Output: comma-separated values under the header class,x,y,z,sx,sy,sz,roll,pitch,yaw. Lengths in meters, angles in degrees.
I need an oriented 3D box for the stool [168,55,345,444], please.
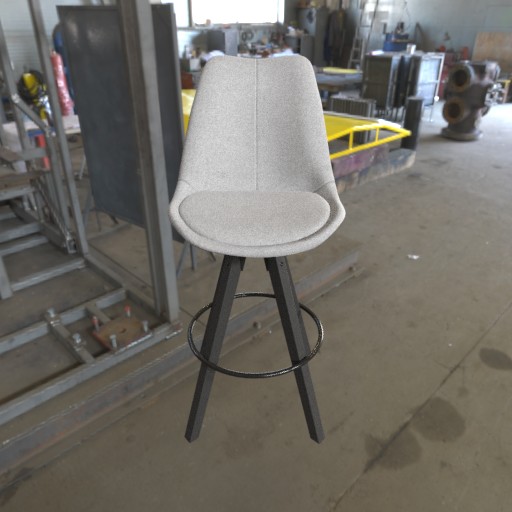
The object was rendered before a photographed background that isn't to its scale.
class,x,y,z,sx,sy,sz,roll,pitch,yaw
stool,0.000,0.000,1.388,0.485,1.115,0.550,0,28,0
